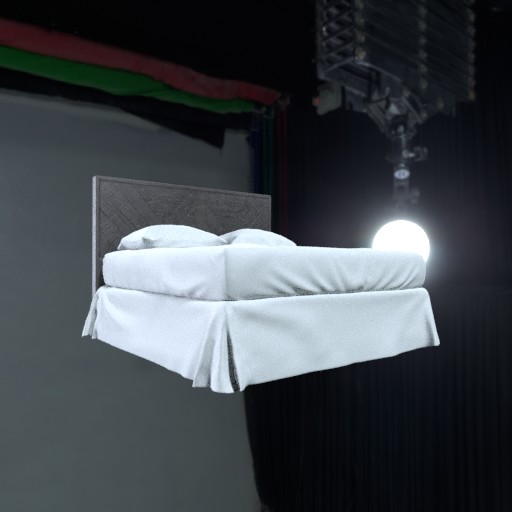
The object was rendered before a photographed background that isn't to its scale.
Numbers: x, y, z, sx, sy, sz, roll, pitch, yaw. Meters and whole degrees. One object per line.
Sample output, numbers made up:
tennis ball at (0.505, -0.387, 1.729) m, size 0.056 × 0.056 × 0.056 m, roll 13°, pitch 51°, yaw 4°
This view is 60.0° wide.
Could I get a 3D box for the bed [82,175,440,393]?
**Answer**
bed at (0.000, 0.000, 2.954) m, size 1.772 × 1.142 × 1.785 m, roll 0°, pitch -1°, yaw -38°
